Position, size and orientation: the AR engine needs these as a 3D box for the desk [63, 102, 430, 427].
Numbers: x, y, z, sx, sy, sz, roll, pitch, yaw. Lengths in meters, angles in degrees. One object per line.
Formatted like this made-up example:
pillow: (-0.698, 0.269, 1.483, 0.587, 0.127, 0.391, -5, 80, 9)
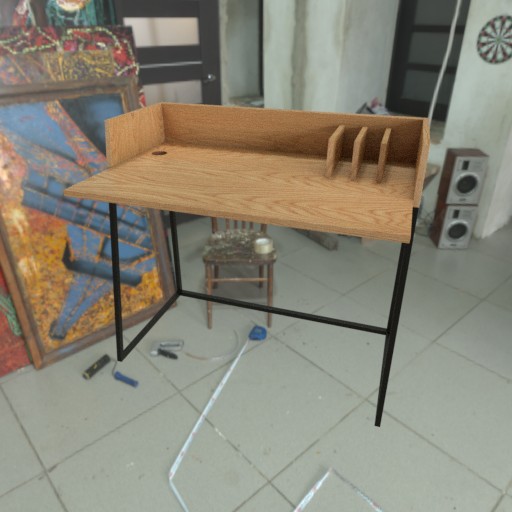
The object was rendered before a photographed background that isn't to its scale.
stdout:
desk: (0.000, 0.000, 1.856, 1.191, 1.061, 0.769, 9, 30, 16)
